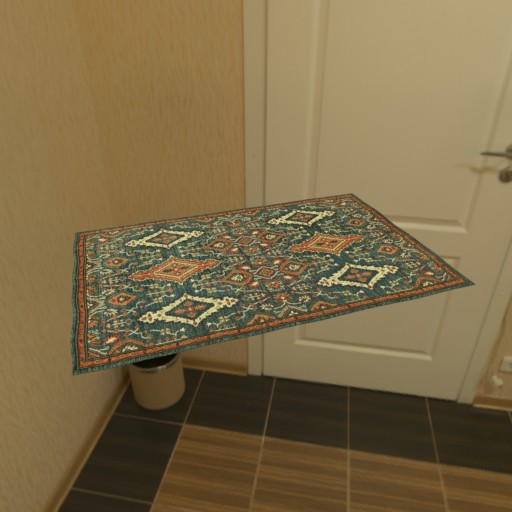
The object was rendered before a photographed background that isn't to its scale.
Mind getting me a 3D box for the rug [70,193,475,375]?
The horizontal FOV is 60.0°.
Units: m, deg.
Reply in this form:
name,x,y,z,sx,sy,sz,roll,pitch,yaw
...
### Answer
name,x,y,z,sx,sy,sz,roll,pitch,yaw
rug,0.000,0.000,4.308,3.371,0.008,2.190,-10,32,-16
